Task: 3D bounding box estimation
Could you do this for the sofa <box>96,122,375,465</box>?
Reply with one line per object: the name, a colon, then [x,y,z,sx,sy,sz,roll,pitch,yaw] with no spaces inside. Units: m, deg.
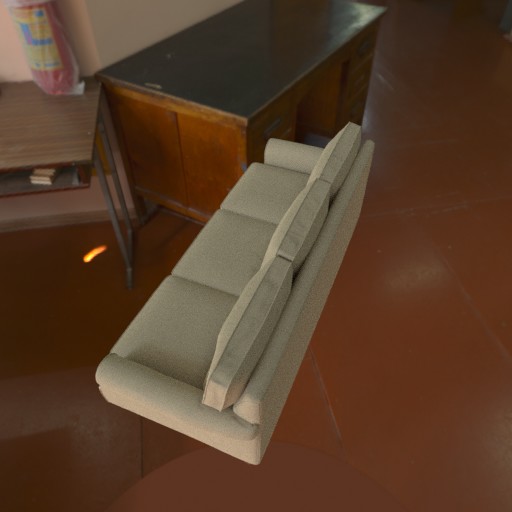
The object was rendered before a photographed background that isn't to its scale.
sofa: [0.000,0.000,2.860,0.966,0.948,2.354,17,48,16]
